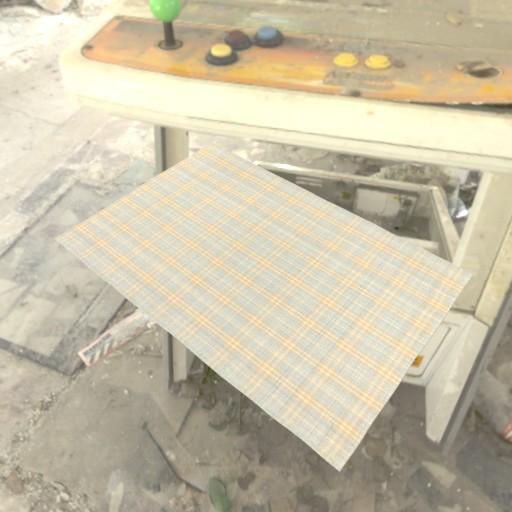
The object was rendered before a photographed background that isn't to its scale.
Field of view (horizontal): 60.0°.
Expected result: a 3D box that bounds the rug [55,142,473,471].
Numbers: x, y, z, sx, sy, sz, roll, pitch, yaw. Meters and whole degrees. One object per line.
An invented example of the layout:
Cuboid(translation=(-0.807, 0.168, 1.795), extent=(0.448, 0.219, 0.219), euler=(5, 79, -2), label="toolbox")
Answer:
Cuboid(translation=(0.000, 0.000, 2.314), extent=(1.835, 0.012, 1.231), euler=(32, 55, 26), label="rug")
